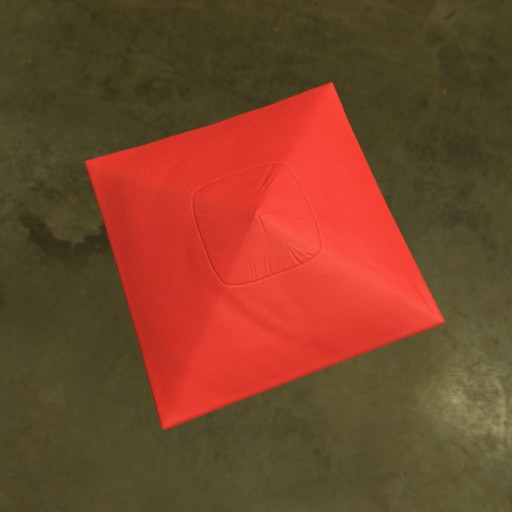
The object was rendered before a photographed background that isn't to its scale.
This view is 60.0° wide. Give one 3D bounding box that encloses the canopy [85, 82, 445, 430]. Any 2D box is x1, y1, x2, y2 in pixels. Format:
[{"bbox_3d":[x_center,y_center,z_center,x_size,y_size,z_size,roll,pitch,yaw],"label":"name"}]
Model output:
[{"bbox_3d":[0.000,0.000,5.401,2.996,2.997,2.998,-19,76,-5],"label":"canopy"}]
